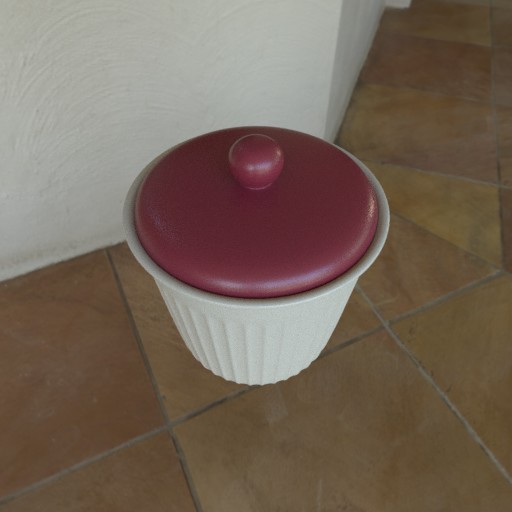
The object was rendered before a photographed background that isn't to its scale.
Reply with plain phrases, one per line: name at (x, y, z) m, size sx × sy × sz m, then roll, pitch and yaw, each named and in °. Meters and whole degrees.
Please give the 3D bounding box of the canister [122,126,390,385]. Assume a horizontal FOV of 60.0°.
canister at (0.000, 0.000, 0.349) m, size 0.181 × 0.211 × 0.181 m, roll 0°, pitch 48°, yaw 0°
